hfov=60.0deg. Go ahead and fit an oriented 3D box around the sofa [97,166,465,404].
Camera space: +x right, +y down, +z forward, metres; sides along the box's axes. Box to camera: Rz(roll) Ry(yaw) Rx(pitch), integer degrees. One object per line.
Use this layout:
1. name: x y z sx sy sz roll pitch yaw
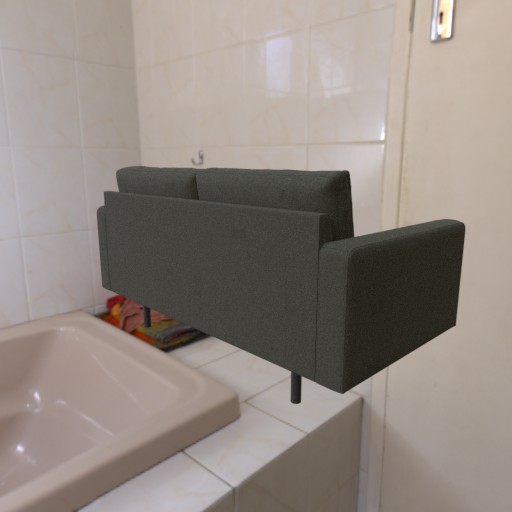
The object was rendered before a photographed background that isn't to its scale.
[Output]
1. sofa: 0.000 0.000 2.267 0.889 0.897 1.730 -12 17 -43
